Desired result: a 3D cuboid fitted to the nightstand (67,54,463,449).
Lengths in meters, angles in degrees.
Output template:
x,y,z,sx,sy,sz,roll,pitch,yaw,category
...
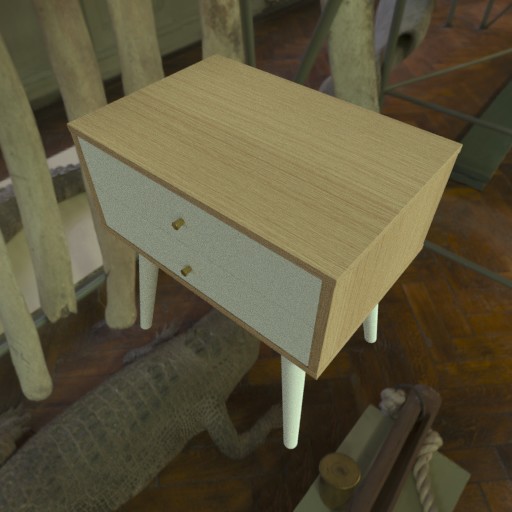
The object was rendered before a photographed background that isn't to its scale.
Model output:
x,y,z,sx,sy,sz,roll,pitch,yaw,category
0.000,0.000,0.989,0.571,0.610,0.407,31,54,26,nightstand
